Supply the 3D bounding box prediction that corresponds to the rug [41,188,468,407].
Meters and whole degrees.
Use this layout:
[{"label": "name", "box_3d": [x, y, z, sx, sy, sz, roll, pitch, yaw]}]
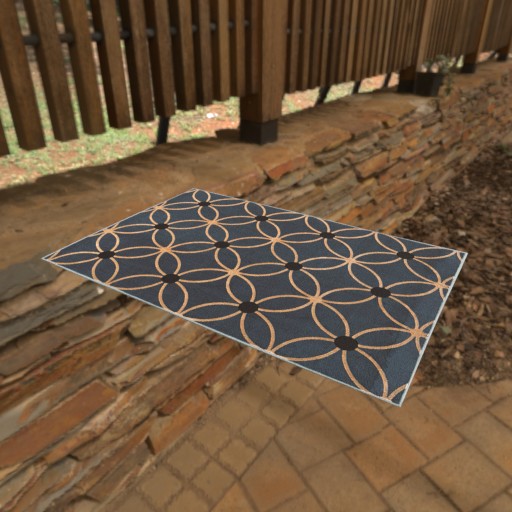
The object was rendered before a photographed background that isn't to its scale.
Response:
[{"label": "rug", "box_3d": [0.000, 0.000, 2.837, 2.284, 0.008, 1.522, 17, 33, 28]}]
